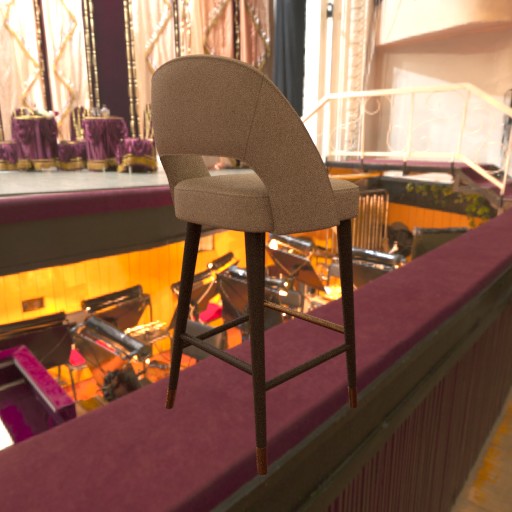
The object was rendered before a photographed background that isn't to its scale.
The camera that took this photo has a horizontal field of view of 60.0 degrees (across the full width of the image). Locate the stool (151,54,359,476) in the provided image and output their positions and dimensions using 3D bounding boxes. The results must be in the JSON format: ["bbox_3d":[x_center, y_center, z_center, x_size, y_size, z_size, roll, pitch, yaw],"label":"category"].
[{"bbox_3d":[0.000,0.000,1.316,0.494,1.037,0.509,14,20,43],"label":"stool"}]
